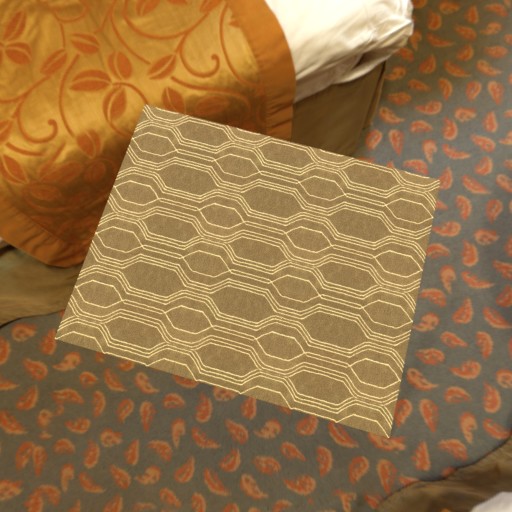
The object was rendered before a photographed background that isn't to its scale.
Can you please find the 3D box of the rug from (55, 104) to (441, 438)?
[{"bbox_3d":[0.000,0.000,4.160,3.062,0.012,2.457,15,77,4],"label":"rug"}]
